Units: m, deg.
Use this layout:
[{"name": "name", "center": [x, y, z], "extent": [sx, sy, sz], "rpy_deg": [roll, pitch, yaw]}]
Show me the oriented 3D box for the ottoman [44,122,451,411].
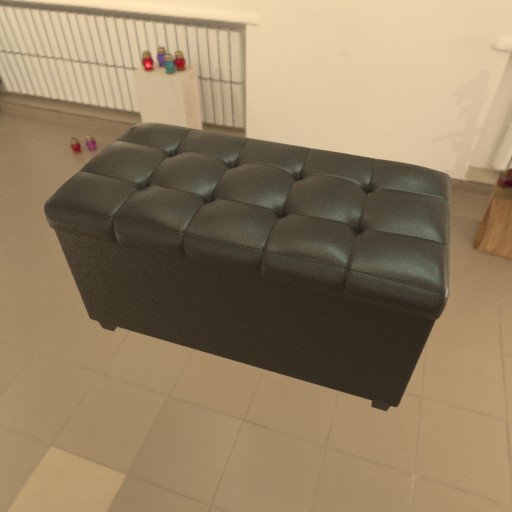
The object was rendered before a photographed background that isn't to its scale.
[{"name": "ottoman", "center": [0.000, 0.000, 1.130], "extent": [0.838, 0.470, 0.432], "rpy_deg": [13, 44, 13]}]
